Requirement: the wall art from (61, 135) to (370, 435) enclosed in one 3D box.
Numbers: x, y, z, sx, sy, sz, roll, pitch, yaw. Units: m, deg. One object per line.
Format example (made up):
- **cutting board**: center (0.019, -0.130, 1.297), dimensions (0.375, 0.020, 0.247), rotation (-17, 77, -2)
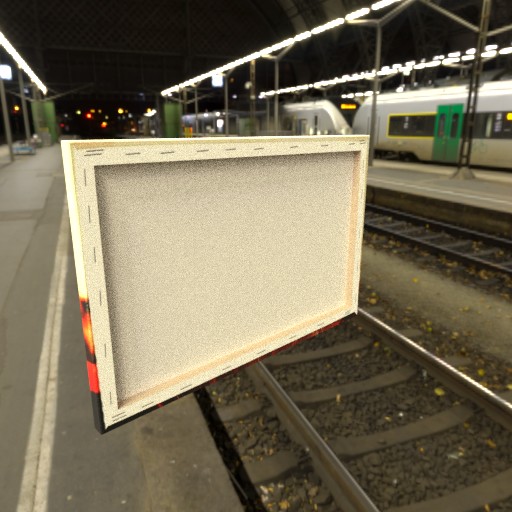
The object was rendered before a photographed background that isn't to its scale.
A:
- **wall art**: center (0.000, 0.000, 1.162), dimensions (0.918, 0.602, 0.038), rotation (-14, 21, -40)
